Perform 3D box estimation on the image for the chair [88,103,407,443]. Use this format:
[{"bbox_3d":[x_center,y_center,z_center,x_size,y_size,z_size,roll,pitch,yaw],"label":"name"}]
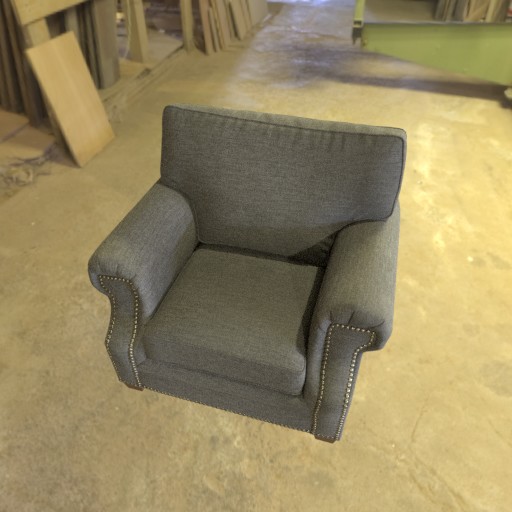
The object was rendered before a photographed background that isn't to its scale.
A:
[{"bbox_3d":[0.000,0.000,1.809,1.092,0.961,0.965,11,41,12],"label":"chair"}]
